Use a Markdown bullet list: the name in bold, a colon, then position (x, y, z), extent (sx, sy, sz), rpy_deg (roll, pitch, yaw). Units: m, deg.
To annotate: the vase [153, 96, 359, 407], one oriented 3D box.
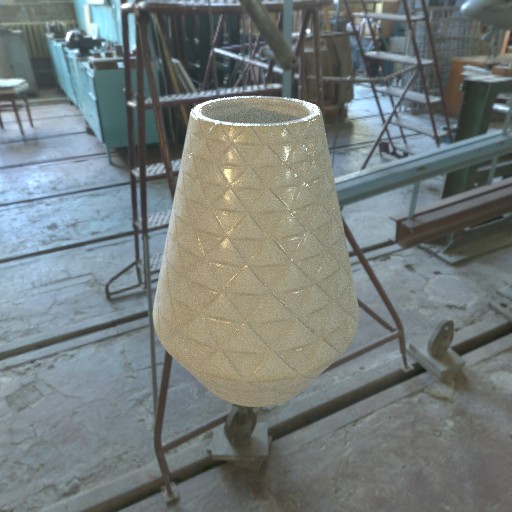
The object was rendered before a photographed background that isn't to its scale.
- **vase**: position (0.000, 0.000, 0.358), extent (0.175, 0.230, 0.175), rpy_deg (0, 31, 0)
